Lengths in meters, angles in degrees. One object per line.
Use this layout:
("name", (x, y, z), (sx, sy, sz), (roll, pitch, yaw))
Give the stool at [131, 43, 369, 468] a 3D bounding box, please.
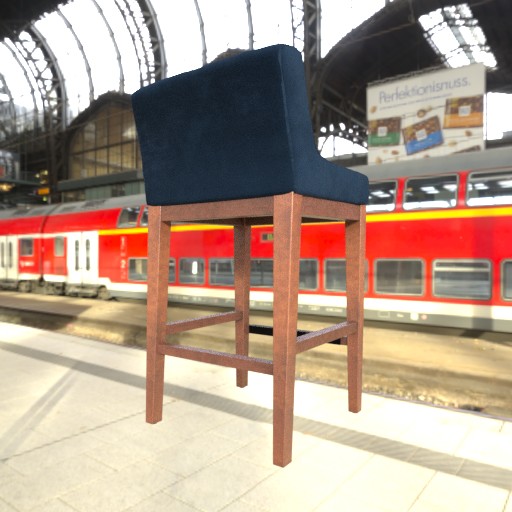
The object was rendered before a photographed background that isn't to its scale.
("stool", (0.000, 0.000, 1.282), (0.511, 0.945, 0.516), (0, 0, 36))
